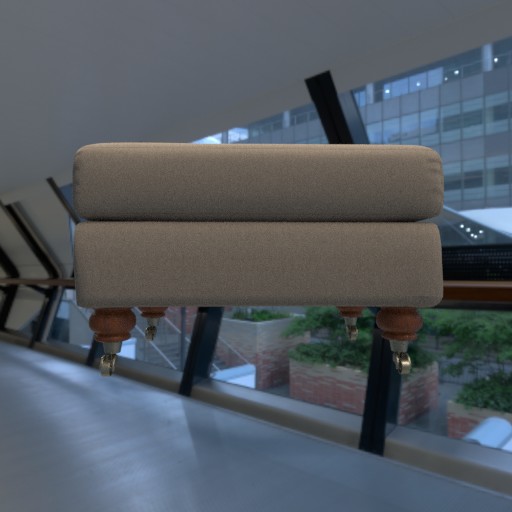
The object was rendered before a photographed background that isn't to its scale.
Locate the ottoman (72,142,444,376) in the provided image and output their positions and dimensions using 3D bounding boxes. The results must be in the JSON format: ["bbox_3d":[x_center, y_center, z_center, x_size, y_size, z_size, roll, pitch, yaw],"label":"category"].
[{"bbox_3d":[0.000,0.000,1.151,0.773,0.497,0.574,0,-1,-2],"label":"ottoman"}]
